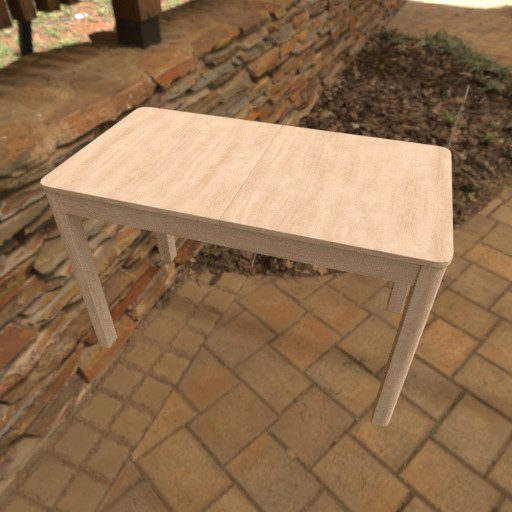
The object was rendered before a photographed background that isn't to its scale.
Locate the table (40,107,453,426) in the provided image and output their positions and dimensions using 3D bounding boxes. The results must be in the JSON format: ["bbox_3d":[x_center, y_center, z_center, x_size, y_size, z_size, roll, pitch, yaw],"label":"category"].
[{"bbox_3d":[0.000,0.000,1.959,1.400,0.900,0.750,12,42,14],"label":"table"}]
